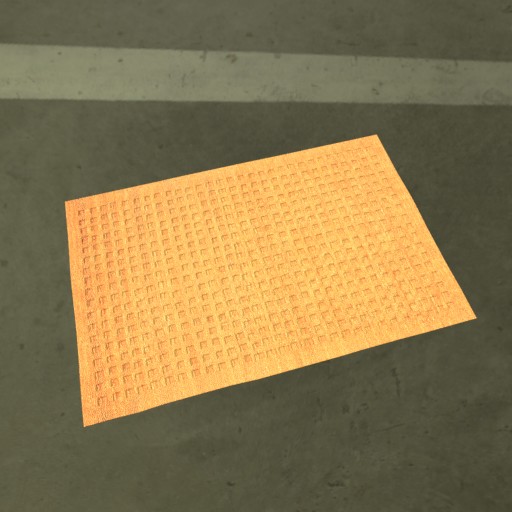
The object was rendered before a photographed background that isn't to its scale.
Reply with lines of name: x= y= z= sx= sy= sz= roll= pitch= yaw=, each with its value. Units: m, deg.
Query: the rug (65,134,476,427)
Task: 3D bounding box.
rug: x=0.000 y=0.000 z=2.149 sx=1.747 sy=0.006 sz=1.143 roll=-14 pitch=63 yaw=-7
